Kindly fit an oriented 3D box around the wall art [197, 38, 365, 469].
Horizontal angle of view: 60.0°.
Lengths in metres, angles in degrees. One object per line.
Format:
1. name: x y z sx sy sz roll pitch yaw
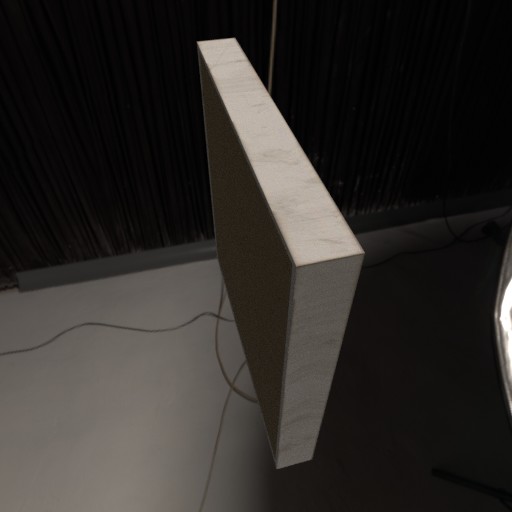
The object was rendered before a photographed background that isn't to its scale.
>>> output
1. wall art: 0.000 0.000 0.441 0.038 0.303 0.305 -11 47 -10
